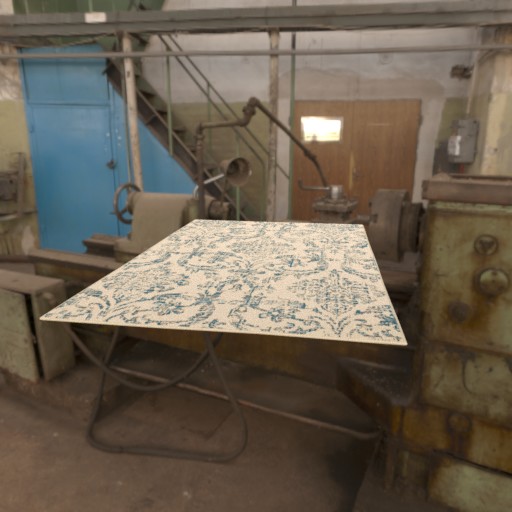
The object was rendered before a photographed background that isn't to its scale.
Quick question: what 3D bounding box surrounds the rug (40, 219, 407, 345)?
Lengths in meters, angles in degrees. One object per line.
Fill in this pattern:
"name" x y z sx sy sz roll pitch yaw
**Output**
"rug" 0.000 0.000 2.294 1.213 0.012 1.831 2 16 9
